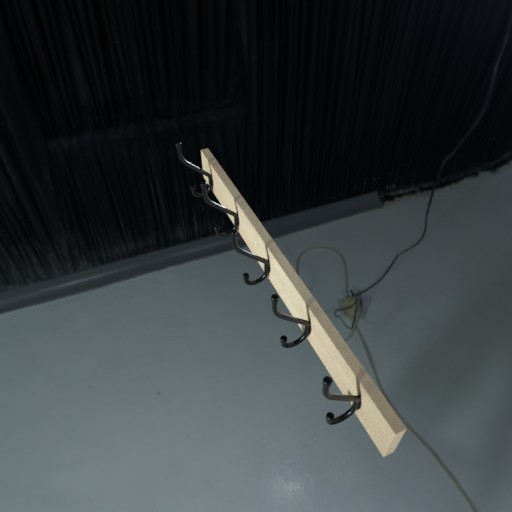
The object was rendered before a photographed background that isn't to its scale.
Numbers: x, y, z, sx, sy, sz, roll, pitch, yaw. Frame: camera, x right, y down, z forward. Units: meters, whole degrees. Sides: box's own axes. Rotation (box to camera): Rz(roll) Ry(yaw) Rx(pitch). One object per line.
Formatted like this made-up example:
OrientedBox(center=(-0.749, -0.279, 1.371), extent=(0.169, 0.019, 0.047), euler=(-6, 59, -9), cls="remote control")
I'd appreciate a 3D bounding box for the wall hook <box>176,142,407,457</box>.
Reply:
OrientedBox(center=(0.000, 0.000, 0.617), extent=(0.071, 0.117, 0.571), euler=(-18, 48, -17), cls="wall hook")
